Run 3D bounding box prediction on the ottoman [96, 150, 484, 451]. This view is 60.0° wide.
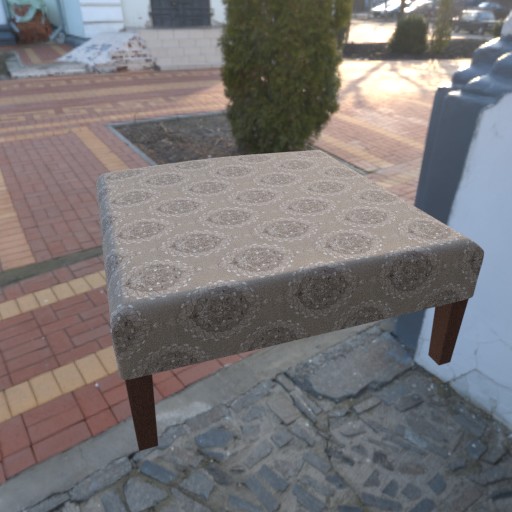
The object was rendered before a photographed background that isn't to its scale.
[{"bbox_3d":[0.000,0.000,1.394,0.890,0.411,0.889,-10,31,-17],"label":"ottoman"}]
